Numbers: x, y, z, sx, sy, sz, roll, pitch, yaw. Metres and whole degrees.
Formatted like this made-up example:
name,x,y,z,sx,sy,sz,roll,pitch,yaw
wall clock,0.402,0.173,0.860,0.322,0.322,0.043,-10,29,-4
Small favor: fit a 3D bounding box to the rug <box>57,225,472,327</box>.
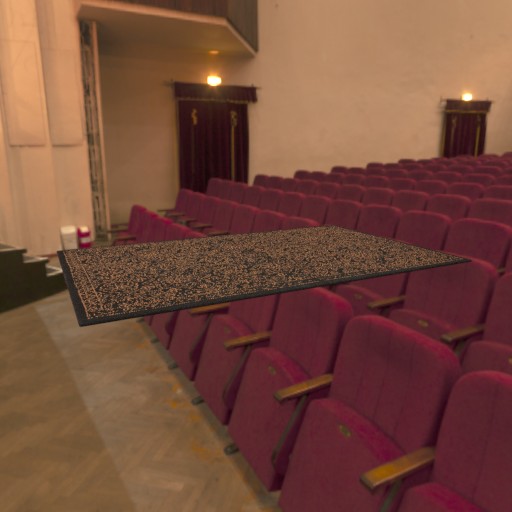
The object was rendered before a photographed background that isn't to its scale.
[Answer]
name,x,y,z,sx,sy,sz,roll,pitch,yaw
rug,0.000,0.000,3.060,2.441,0.015,1.526,-7,15,-26
